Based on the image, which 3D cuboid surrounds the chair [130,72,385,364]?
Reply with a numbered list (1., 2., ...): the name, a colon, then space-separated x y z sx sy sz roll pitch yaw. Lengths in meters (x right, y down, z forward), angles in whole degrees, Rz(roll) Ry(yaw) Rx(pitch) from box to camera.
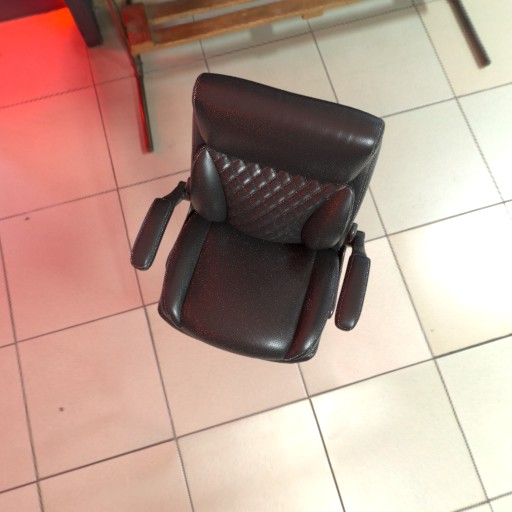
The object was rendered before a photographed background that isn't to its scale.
1. chair: 0.000 0.000 1.649 0.782 1.110 0.724 16 77 4
